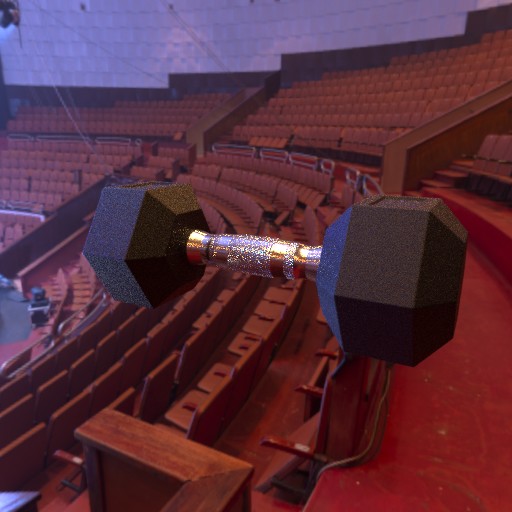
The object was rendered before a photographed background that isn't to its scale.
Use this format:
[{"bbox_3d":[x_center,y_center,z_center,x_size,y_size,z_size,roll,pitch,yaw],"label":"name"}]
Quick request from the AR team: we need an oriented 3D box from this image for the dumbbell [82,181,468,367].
[{"bbox_3d":[0.000,0.000,0.321,0.272,0.092,0.106,8,17,27],"label":"dumbbell"}]
